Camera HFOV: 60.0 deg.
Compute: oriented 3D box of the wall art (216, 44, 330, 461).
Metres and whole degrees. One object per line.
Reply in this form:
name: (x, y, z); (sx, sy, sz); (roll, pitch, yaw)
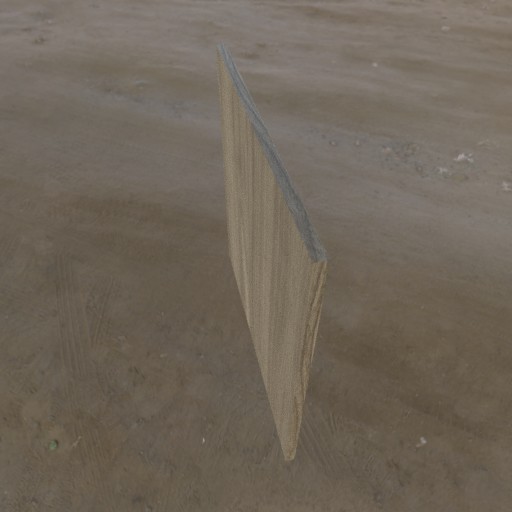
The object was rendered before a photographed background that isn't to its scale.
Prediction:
wall art: (0.000, 0.000, 0.753); (0.016, 0.507, 0.508); (-10, 47, -9)
